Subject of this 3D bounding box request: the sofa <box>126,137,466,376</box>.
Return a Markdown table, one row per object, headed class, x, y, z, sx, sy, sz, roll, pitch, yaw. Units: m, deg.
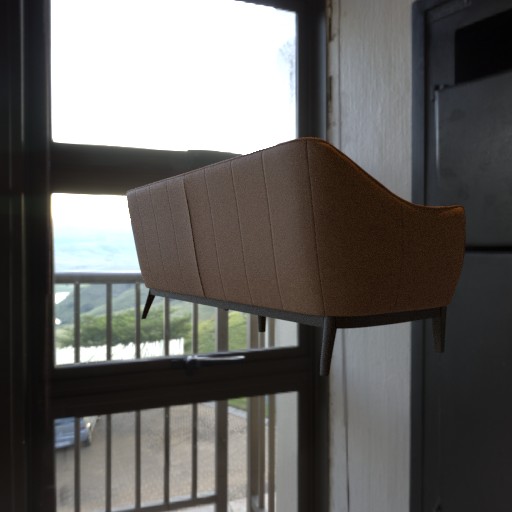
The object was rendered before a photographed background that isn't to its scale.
| class | x | y | z | sx | sy | sz | roll | pitch | yaw |
| --- | --- | --- | --- | --- | --- | --- | --- | --- | --- |
| sofa | 0.000 | 0.000 | 2.401 | 0.869 | 0.830 | 1.928 | 0 | 1 | -36 |
